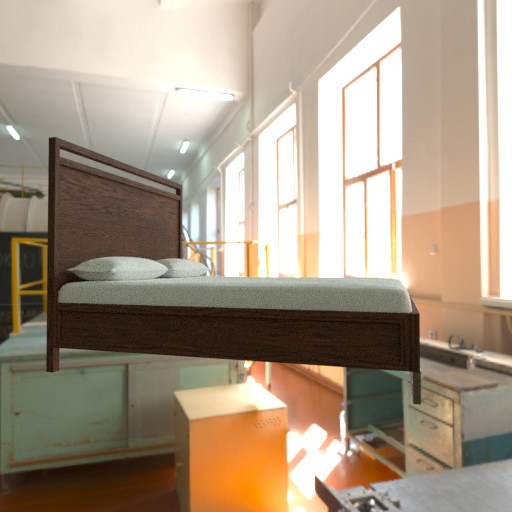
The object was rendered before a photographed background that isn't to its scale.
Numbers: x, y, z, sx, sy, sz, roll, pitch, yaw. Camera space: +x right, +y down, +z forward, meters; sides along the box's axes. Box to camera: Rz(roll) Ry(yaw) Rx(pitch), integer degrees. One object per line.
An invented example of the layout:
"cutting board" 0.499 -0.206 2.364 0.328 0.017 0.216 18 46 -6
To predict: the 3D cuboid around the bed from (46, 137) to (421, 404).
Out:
"bed" 0.000 0.000 3.318 2.218 1.487 1.765 0 -1 17
